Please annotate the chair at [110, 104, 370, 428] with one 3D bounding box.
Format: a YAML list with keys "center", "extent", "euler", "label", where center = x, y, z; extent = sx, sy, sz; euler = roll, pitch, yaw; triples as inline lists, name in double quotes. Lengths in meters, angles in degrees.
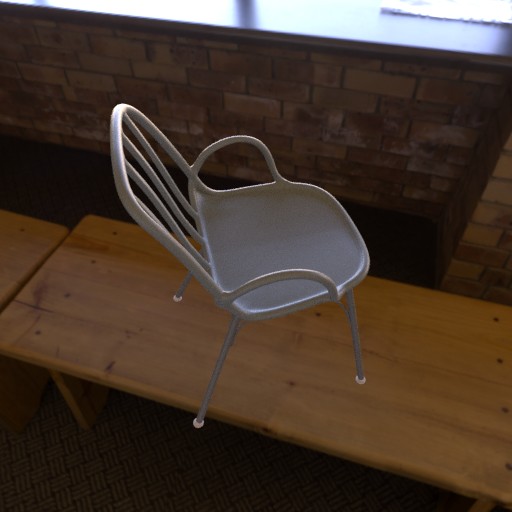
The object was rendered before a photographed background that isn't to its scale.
- center: [0.000, 0.000, 1.217]
  extent: [0.597, 0.816, 0.549]
  euler: [-10, 47, -10]
  label: "chair"
